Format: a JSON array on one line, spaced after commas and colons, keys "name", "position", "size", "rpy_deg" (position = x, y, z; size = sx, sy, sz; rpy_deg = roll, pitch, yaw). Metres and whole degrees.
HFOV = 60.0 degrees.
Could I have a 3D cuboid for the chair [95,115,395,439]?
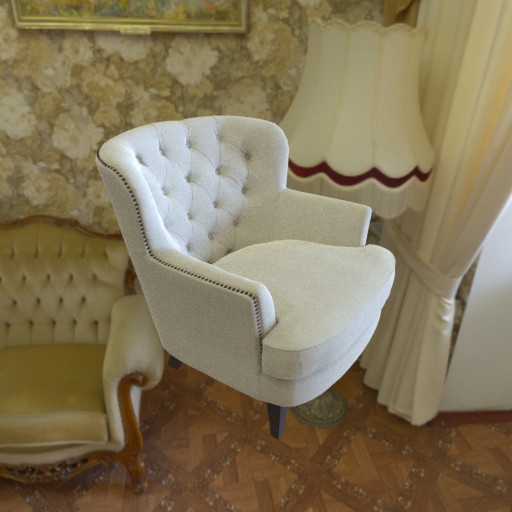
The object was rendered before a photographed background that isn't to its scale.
[{"name": "chair", "position": [0.000, 0.000, 1.611], "size": [0.906, 0.868, 0.848], "rpy_deg": [17, 31, 31]}]
